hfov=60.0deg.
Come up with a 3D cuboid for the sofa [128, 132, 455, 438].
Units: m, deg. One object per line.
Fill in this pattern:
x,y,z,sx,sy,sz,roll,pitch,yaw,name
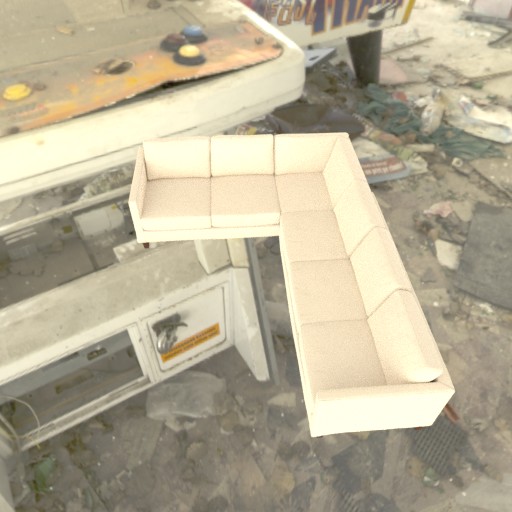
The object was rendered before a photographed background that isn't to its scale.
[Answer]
0.000,0.000,4.145,2.432,0.863,3.182,-3,46,-3,sofa
